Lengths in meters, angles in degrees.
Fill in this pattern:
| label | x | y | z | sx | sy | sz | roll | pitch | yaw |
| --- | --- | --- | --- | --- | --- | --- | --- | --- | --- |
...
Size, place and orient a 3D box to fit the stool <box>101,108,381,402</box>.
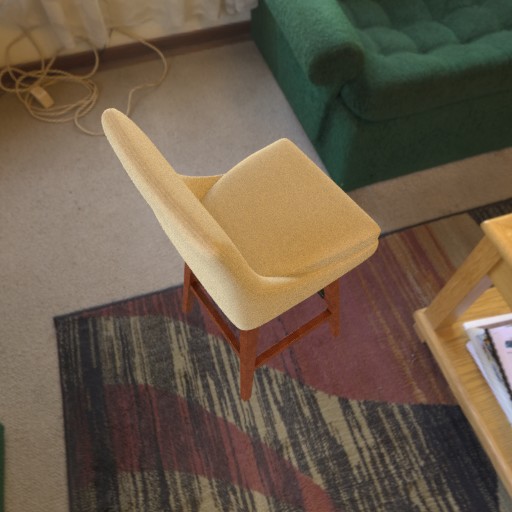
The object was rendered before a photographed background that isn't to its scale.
| label | x | y | z | sx | sy | sz | roll | pitch | yaw |
| --- | --- | --- | --- | --- | --- | --- | --- | --- | --- |
| stool | 0.000 | 0.000 | 1.385 | 0.559 | 1.092 | 0.470 | -31 | 63 | -18 |
